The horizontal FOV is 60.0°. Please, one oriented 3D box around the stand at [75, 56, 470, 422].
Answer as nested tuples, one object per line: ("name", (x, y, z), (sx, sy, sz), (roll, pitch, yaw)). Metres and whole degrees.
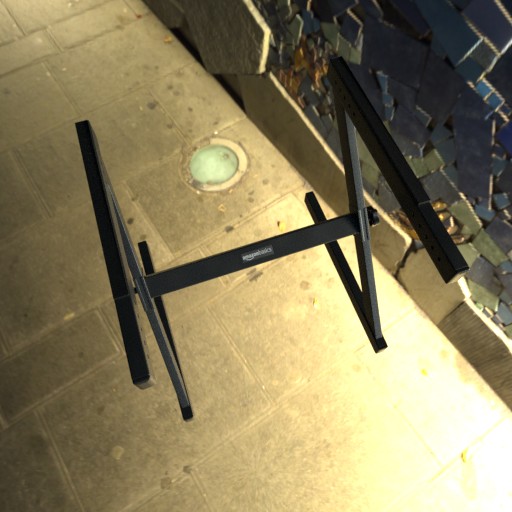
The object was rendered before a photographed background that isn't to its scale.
("stand", (0.000, 0.000, 1.150), (0.700, 0.617, 0.586), (-17, 65, -8))
